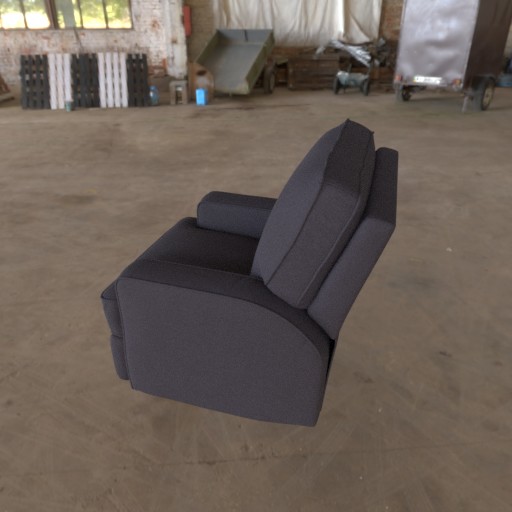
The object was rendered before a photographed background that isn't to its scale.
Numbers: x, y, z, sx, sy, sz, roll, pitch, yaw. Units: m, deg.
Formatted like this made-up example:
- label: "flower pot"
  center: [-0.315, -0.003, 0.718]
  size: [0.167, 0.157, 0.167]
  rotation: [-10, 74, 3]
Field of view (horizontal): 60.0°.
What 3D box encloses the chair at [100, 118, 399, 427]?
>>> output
- label: "chair"
  center: [0.000, 0.000, 1.736]
  size: [0.964, 0.962, 0.861]
  rotation: [8, 30, 14]
